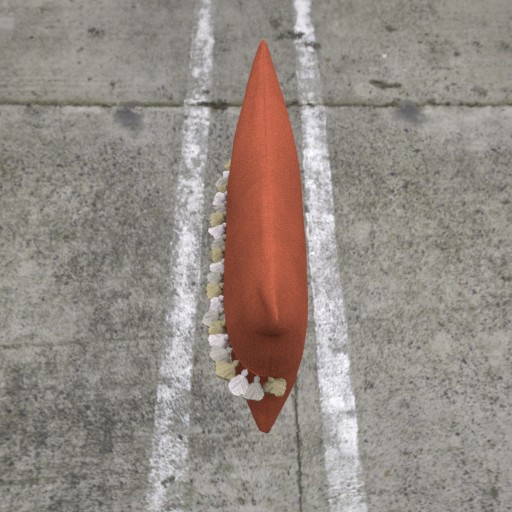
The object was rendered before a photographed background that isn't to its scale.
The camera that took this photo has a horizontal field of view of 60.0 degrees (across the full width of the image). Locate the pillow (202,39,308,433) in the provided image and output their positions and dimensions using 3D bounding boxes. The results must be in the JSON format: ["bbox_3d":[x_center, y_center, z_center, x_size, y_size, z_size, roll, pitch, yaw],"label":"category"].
[{"bbox_3d":[0.000,0.000,0.743,0.165,0.482,0.490,-1,58,0],"label":"pillow"}]
